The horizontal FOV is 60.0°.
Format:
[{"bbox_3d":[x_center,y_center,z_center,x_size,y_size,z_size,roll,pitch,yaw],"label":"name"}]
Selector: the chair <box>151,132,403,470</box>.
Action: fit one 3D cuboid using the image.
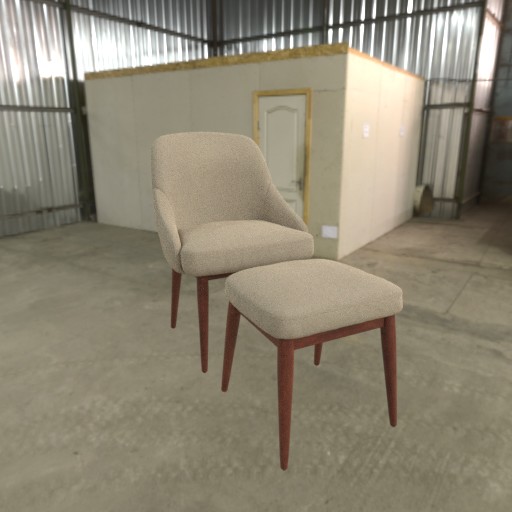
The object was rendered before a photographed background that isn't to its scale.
[{"bbox_3d":[0.000,0.000,1.631,0.584,0.866,1.114,-8,18,-26],"label":"chair"}]
